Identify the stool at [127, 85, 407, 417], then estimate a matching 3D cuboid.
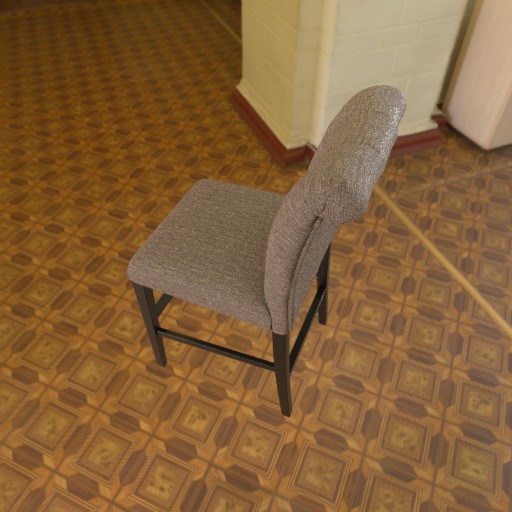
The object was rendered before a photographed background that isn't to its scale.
[{"bbox_3d":[0.000,0.000,1.317,0.611,0.970,0.457,17,49,16],"label":"stool"}]
